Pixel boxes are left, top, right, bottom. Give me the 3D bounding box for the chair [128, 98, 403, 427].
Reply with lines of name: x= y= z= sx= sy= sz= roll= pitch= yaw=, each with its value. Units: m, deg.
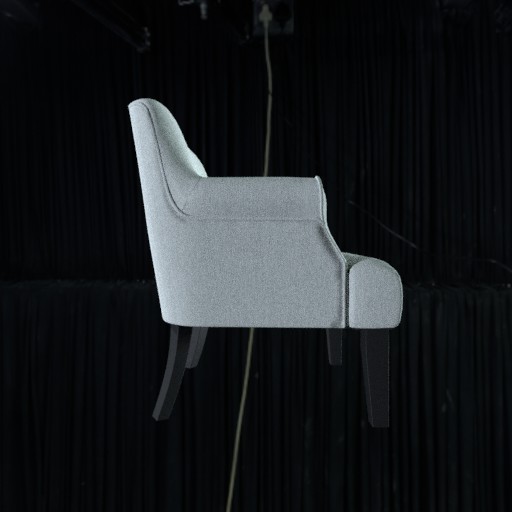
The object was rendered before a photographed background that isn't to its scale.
chair: x=0.000 y=0.000 z=1.473 sx=0.750 sy=0.875 sz=0.781 roll=0 pitch=0 yaw=0
